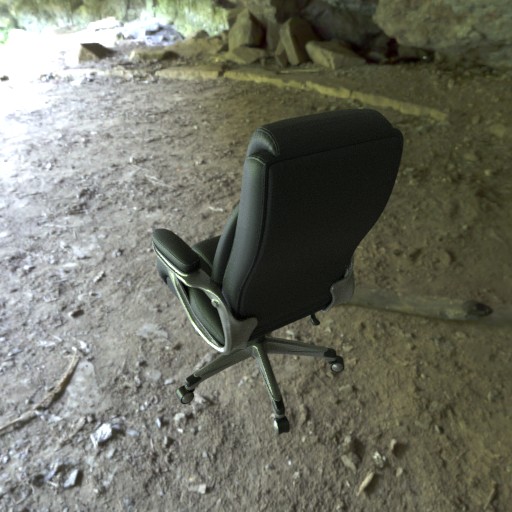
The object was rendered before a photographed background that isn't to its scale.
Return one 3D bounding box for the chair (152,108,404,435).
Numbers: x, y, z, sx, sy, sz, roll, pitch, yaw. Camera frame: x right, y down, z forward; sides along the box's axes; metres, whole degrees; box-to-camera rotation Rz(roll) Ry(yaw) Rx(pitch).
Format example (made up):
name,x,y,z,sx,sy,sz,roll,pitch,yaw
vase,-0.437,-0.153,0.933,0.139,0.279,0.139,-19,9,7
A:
name,x,y,z,sx,sy,sz,roll,pitch,yaw
chair,0.000,0.000,1.680,0.741,1.167,0.784,-18,36,-28
